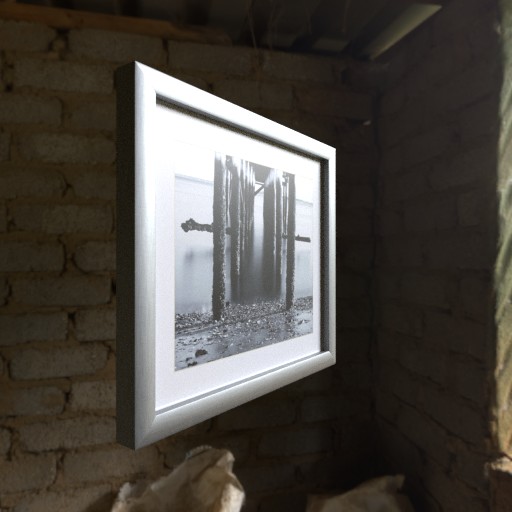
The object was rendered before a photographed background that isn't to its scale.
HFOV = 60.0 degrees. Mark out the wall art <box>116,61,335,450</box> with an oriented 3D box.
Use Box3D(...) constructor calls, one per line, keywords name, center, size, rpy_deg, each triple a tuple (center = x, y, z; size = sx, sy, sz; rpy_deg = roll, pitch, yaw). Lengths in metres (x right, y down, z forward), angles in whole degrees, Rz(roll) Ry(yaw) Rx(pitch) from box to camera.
Box3D(name="wall art", center=(0.000, 0.000, 0.535), size=(0.028, 0.330, 0.380), rpy_deg=(0, 0, 36))
